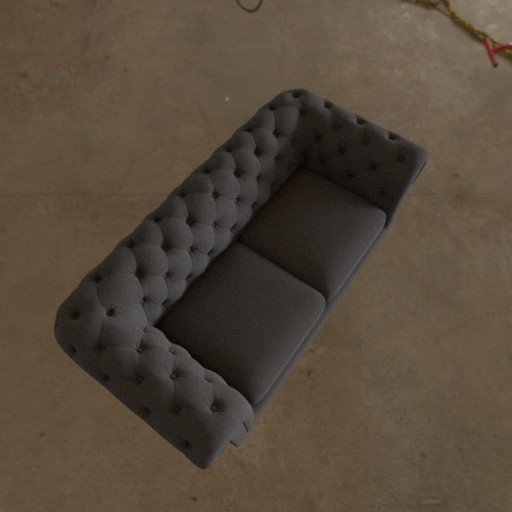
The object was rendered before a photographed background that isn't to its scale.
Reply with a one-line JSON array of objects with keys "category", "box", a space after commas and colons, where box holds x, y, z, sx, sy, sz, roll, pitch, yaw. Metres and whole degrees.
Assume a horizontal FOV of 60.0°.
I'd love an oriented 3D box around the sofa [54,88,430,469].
[{"category": "sofa", "box": [0.000, 0.000, 2.440, 0.986, 0.764, 1.998, 32, 65, 17]}]
